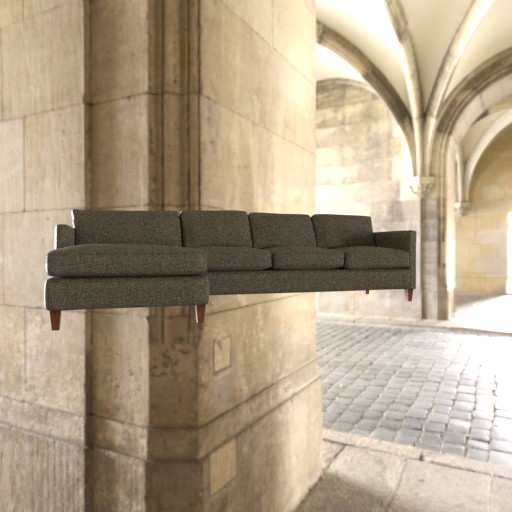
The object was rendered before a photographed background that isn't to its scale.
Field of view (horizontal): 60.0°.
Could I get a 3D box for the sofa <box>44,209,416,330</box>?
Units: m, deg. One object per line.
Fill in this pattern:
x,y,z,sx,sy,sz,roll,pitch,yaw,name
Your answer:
0.000,0.000,4.172,3.485,0.960,1.635,0,1,-18,sofa
